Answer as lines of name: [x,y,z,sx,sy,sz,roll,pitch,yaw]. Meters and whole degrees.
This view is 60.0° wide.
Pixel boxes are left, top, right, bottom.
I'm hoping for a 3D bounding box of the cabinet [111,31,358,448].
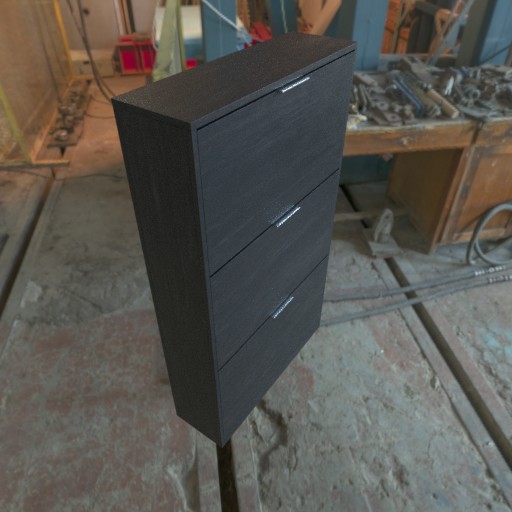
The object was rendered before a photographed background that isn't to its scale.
cabinet: [0.000,0.000,1.560,0.250,1.280,0.750,24,45,27]
